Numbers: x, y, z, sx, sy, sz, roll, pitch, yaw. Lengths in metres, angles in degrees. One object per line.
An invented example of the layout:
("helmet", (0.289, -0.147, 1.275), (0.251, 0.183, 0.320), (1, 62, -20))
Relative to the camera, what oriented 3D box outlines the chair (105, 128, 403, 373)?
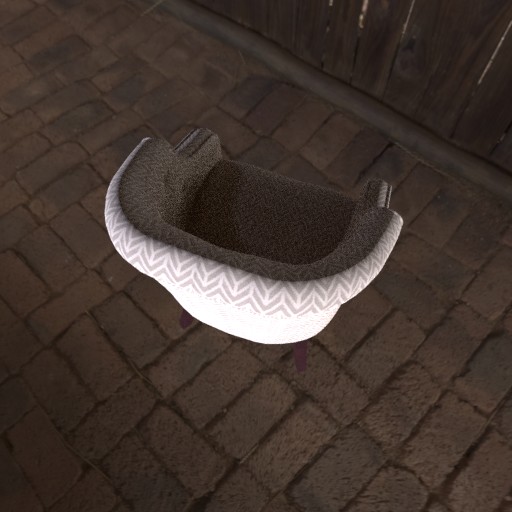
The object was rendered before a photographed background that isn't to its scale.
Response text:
("chair", (0.000, 0.000, 1.307), (0.686, 0.858, 0.613), (19, 63, 10))
